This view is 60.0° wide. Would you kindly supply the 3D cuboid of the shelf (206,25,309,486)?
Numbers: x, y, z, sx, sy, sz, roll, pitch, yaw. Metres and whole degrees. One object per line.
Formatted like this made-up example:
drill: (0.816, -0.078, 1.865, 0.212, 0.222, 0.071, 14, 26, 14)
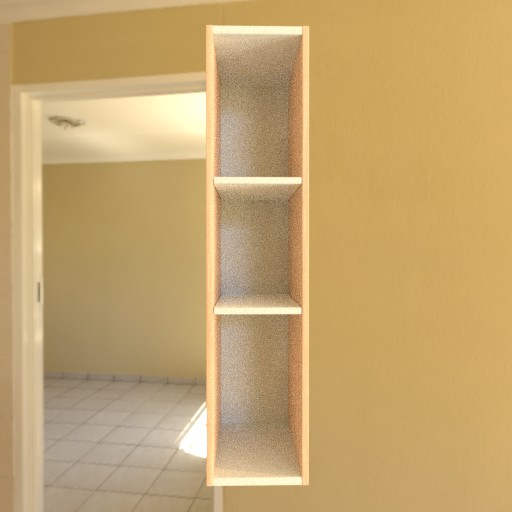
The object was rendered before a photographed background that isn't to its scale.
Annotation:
shelf: (0.000, 0.000, 0.993, 0.197, 0.882, 0.290, 0, 1, -1)
